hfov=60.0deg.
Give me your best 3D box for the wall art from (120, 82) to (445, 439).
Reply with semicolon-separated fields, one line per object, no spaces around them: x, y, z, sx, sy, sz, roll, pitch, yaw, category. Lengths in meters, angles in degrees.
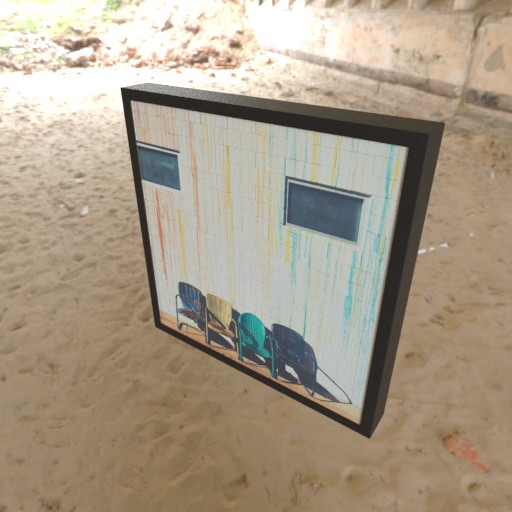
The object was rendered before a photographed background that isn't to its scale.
0.000;0.000;0.454;0.304;0.304;0.038;19;35;30;wall art
